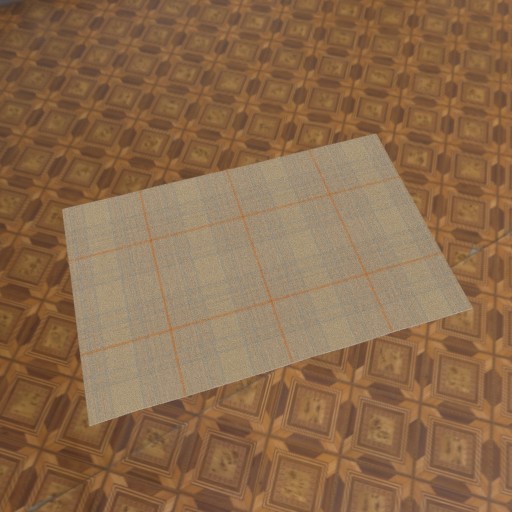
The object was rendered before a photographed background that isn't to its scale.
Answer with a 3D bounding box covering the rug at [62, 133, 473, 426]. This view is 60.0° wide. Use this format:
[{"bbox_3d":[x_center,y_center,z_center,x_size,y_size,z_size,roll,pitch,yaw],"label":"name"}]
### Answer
[{"bbox_3d":[0.000,0.000,3.008,2.442,0.016,1.527,-15,64,-8],"label":"rug"}]
